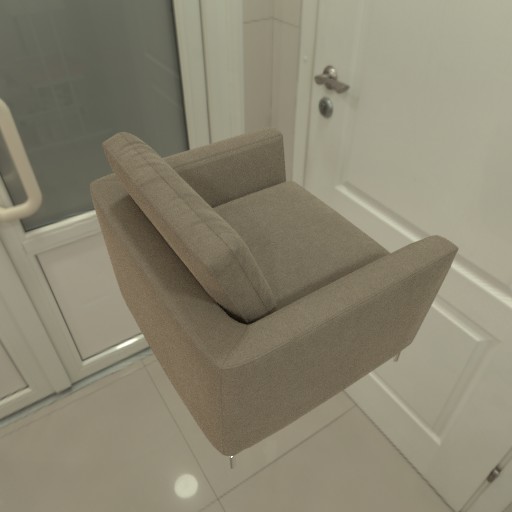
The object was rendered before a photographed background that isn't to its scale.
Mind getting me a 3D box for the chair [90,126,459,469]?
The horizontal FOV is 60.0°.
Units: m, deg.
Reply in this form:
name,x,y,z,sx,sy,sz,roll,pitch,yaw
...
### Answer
name,x,y,z,sx,sy,sz,roll,pitch,yaw
chair,0.000,0.000,1.644,0.889,0.864,1.041,-24,47,-24
